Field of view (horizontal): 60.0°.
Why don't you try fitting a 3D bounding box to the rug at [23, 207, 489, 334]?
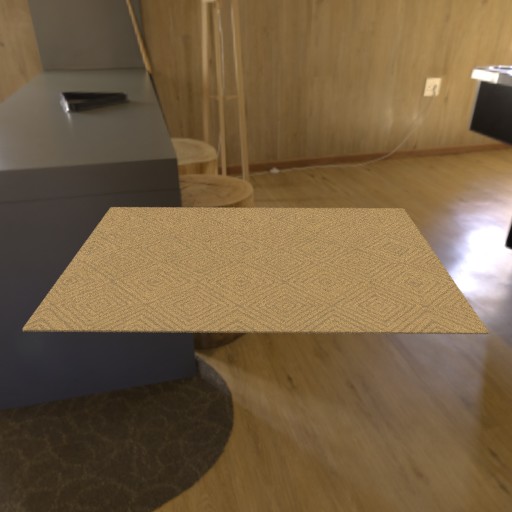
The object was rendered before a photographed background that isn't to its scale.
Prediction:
[{"bbox_3d":[0.000,0.000,2.158,1.753,0.008,1.143,0,30,0],"label":"rug"}]
